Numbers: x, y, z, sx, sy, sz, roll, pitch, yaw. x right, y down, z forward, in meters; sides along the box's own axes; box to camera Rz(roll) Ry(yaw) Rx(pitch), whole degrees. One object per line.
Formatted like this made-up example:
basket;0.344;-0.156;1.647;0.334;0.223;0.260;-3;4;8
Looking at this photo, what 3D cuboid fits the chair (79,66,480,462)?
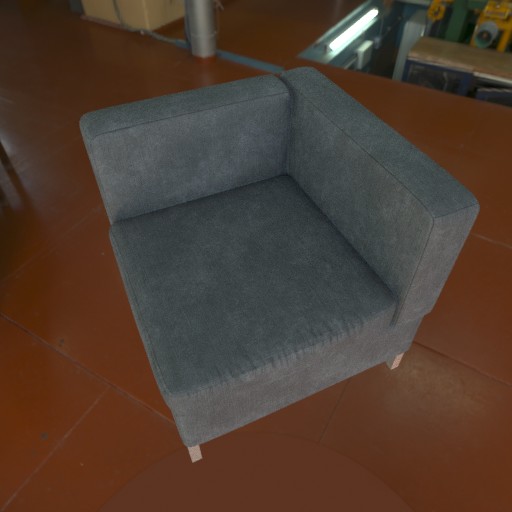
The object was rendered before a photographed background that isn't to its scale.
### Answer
chair;0.000;0.000;1.165;0.680;0.660;0.680;-19;49;-17
